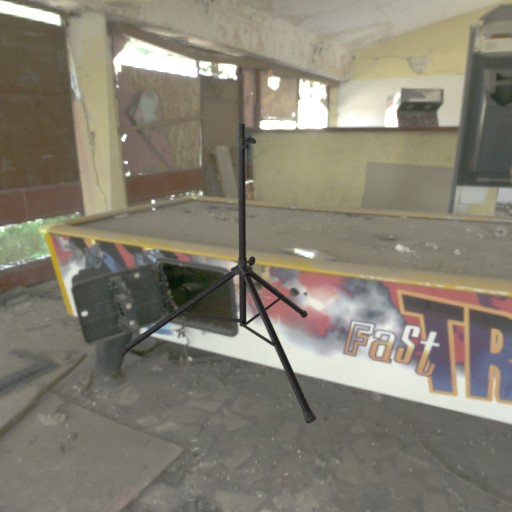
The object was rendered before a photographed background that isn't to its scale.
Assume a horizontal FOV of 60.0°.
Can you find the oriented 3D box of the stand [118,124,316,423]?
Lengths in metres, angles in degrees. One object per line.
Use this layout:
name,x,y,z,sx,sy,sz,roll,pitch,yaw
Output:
stand,0.000,0.000,2.772,1.596,1.595,1.339,-7,17,-25
